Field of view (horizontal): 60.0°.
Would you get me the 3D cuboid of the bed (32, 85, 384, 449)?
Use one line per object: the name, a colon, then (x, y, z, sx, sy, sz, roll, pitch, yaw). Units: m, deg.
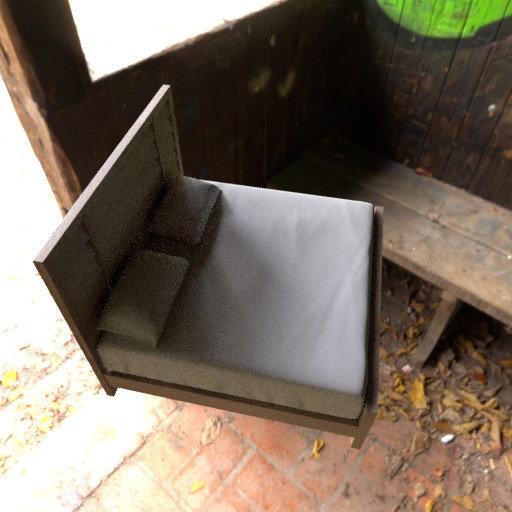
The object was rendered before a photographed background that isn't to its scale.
bed: (0.000, 0.000, 3.501, 2.032, 1.626, 2.032, 9, 48, 8)
